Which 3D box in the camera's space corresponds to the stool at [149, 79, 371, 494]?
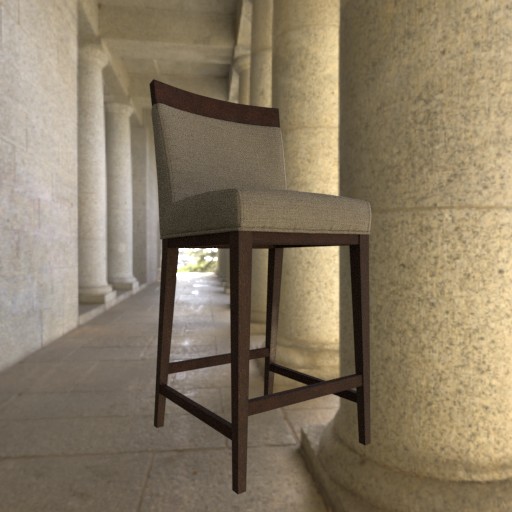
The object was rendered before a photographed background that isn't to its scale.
[{"bbox_3d":[0.000,0.000,1.388,0.511,1.117,0.531,-1,1,-36],"label":"stool"}]
